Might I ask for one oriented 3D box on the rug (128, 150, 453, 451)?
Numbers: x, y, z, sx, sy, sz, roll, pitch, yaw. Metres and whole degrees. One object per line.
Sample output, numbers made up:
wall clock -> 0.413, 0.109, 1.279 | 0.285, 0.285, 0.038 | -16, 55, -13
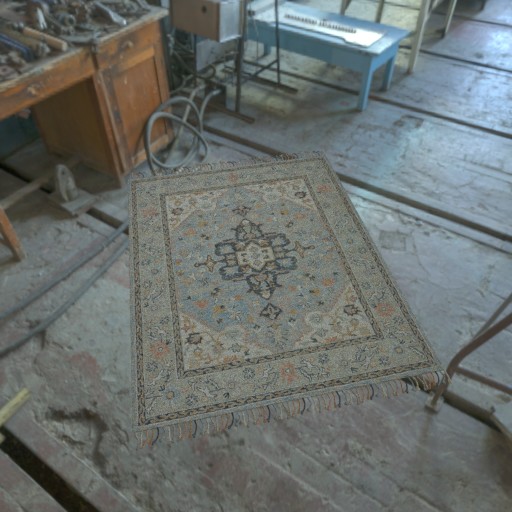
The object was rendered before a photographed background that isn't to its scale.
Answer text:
rug -> 0.000, 0.000, 4.250 | 2.379, 0.011, 3.221 | -9, 47, -8
